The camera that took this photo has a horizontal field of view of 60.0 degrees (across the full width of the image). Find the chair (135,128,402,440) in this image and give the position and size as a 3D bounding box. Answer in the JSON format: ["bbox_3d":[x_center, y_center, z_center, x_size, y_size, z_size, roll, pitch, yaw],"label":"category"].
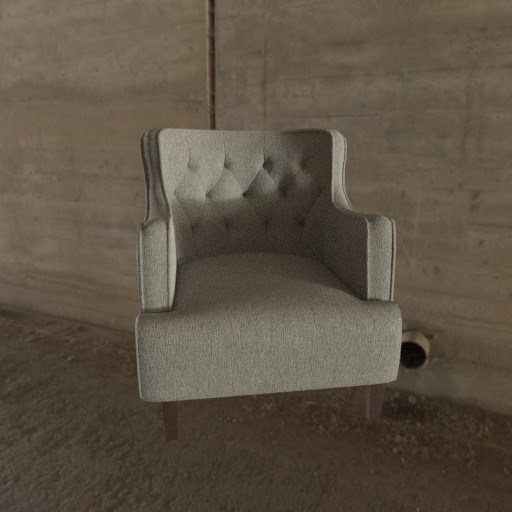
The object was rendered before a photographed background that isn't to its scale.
[{"bbox_3d":[0.000,0.000,1.612,0.820,0.920,0.910,-2,15,-8],"label":"chair"}]
